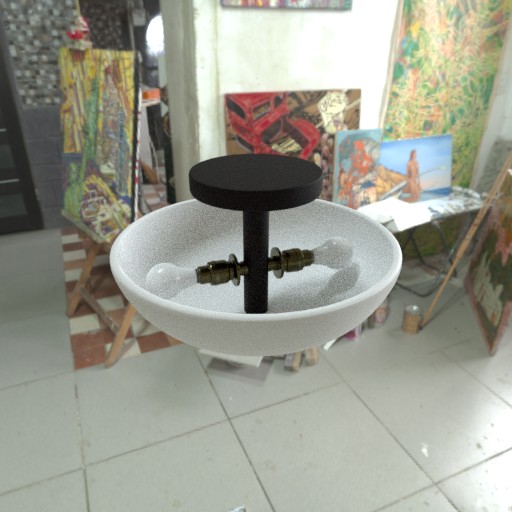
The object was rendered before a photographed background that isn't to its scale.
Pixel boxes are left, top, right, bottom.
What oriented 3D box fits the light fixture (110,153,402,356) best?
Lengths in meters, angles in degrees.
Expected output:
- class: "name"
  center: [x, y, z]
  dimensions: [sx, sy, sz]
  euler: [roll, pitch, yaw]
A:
- class: "light fixture"
  center: [0.000, 0.000, 0.532]
  dimensions: [0.331, 0.212, 0.331]
  euler: [0, 27, 0]
